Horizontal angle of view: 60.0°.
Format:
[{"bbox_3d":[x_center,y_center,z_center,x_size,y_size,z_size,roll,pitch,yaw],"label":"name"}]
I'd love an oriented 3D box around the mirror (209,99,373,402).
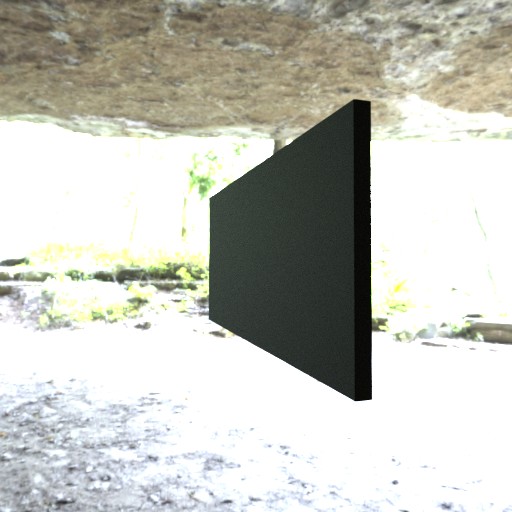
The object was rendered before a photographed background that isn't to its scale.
[{"bbox_3d":[0.000,0.000,1.769,0.047,0.692,1.584,0,-1,-18],"label":"mirror"}]
